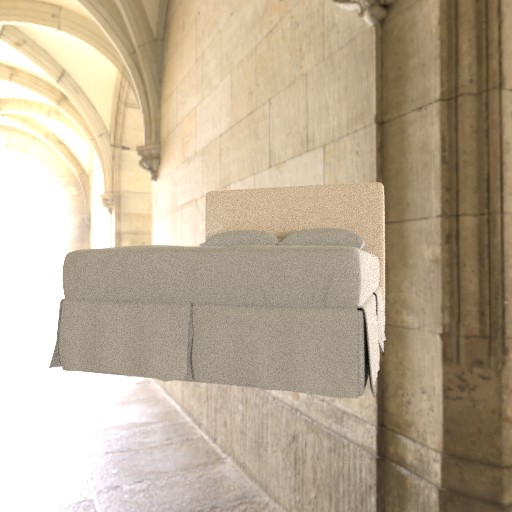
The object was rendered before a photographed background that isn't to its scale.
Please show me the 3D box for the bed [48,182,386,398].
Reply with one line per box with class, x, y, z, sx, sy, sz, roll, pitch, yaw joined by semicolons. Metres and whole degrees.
bed;0.000;0.000;3.163;1.748;1.330;2.142;0;-1;18
